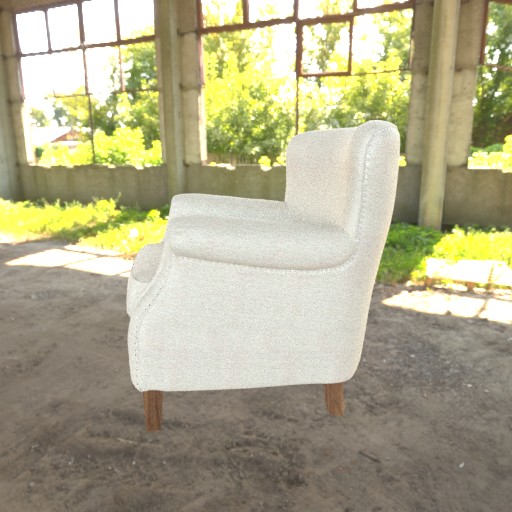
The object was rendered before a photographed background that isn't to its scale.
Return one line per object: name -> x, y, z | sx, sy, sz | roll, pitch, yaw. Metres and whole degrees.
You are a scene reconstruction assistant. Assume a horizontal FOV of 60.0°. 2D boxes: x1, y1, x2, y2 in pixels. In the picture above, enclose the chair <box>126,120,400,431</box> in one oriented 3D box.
chair -> 0.000, 0.000, 1.646 | 0.921, 0.936, 0.861 | -2, 13, -9
